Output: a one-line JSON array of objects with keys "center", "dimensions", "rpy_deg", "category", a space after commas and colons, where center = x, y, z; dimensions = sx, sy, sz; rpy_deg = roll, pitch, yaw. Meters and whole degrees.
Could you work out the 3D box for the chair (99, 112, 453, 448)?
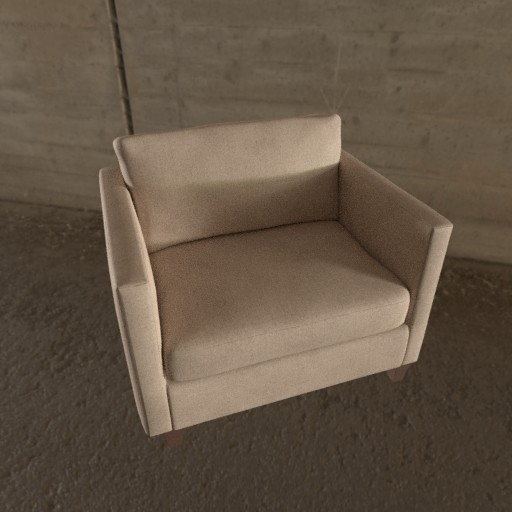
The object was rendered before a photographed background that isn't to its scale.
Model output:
[{"center": [0.000, 0.000, 1.830], "dimensions": [1.133, 0.961, 0.959], "rpy_deg": [-10, 34, -16], "category": "chair"}]
